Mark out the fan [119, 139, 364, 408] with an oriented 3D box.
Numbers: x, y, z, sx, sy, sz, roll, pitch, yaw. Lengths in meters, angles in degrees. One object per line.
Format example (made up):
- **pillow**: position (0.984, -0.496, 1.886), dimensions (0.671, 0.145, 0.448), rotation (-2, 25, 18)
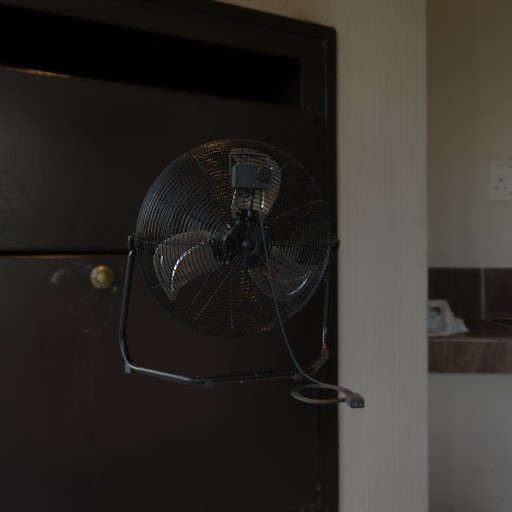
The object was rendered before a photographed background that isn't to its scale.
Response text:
- **fan**: position (0.000, 0.000, 0.946), dimensions (0.555, 0.546, 0.424), rotation (0, 0, -18)
